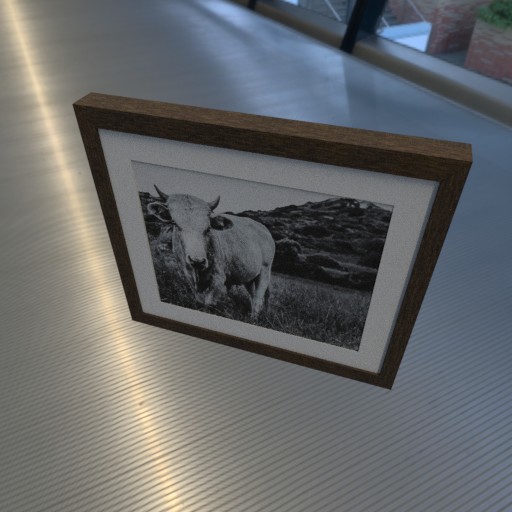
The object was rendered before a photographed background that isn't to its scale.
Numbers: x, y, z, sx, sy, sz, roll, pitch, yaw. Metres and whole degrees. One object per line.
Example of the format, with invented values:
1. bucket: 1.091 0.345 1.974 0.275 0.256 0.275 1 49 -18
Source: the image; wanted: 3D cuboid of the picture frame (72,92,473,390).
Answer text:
1. picture frame: 0.000 0.000 0.521 0.378 0.330 0.033 12 42 14
